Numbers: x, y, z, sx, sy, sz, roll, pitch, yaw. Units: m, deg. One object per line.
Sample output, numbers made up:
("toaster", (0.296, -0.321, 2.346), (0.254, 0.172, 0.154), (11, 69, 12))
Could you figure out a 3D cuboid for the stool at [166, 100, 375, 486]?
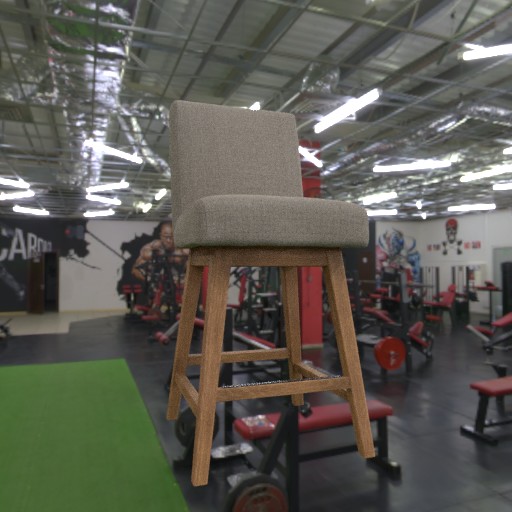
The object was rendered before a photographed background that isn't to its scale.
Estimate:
("stool", (0.000, 0.000, 1.281), (0.459, 1.010, 0.526), (0, -1, -19))
